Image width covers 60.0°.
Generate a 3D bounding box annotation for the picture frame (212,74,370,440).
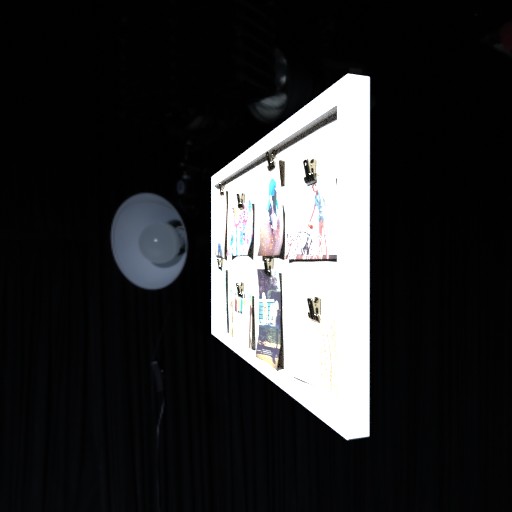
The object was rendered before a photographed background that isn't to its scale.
[{"bbox_3d":[0.000,0.000,0.765,0.044,0.379,0.647,0,0,-18],"label":"picture frame"}]
